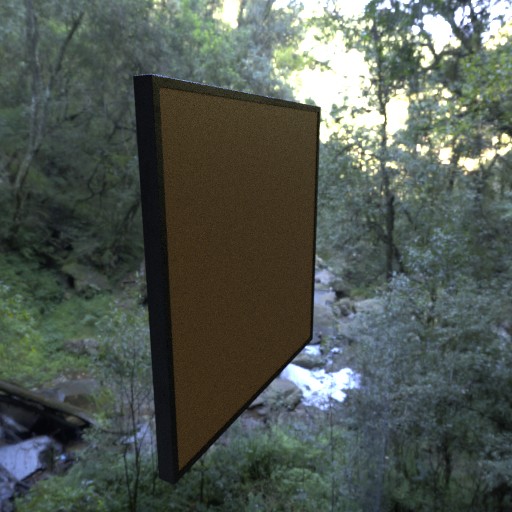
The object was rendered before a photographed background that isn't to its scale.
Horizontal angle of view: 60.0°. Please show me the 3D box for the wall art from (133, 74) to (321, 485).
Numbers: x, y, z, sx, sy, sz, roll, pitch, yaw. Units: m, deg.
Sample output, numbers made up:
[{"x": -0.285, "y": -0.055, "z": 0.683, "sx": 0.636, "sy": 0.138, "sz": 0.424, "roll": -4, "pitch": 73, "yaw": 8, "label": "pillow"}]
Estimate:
[{"x": 0.000, "y": 0.000, "z": 1.119, "sx": 0.039, "sy": 0.763, "sz": 0.763, "roll": 8, "pitch": 16, "yaw": 27, "label": "wall art"}]
